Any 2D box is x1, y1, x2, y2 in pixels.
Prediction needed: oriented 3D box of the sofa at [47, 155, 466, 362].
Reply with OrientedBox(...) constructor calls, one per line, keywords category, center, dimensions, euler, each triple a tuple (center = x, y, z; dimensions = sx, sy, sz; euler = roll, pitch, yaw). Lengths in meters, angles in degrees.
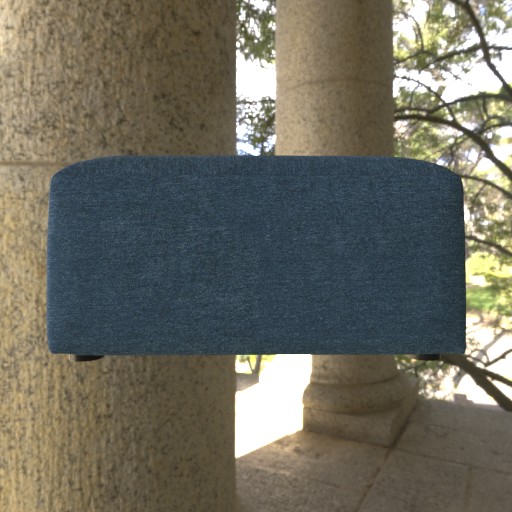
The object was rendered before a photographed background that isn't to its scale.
OrientedBox(category="sofa", center=(0.000, 0.000, 1.200), dimensions=(0.930, 0.470, 0.480), euler=(0, 0, -1))
